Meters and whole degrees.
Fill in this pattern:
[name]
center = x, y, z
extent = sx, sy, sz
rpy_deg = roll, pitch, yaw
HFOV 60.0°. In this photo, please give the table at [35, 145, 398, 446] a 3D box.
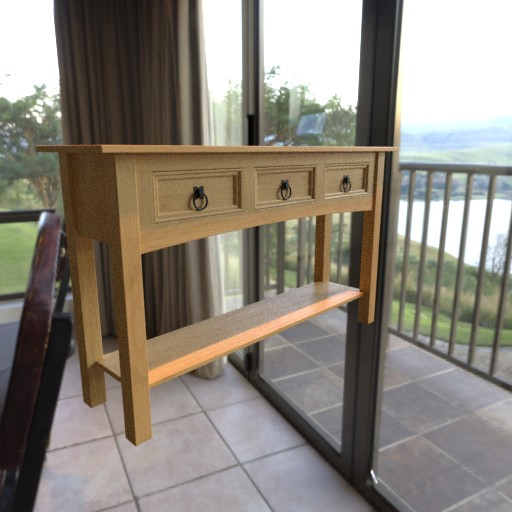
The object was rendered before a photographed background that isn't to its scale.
[table]
center = 0.000, 0.000, 1.518
extent = 0.350, 0.730, 1.240
rpy_deg = 13, 19, 43
